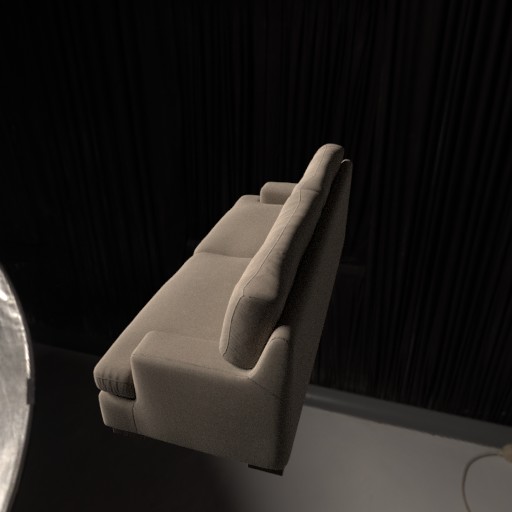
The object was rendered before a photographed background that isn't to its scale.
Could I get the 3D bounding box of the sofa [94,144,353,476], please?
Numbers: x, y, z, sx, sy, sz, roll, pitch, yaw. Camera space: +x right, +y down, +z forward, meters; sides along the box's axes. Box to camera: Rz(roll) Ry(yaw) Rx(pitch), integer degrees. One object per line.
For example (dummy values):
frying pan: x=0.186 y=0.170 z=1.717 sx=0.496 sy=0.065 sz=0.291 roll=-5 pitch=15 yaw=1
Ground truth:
sofa: x=0.000 y=0.000 z=2.865 sx=0.962 sy=0.980 sz=2.354 roll=8 pitch=30 yaw=14
